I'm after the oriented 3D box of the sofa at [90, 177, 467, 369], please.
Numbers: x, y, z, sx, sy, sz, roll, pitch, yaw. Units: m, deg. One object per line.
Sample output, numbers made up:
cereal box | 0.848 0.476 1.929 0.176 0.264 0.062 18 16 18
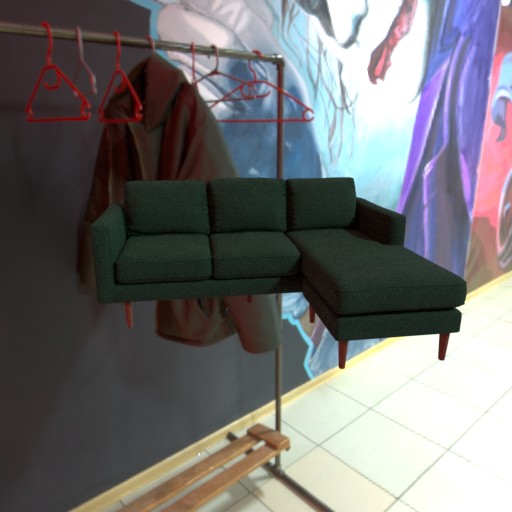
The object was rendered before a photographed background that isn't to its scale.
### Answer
sofa | 0.000 0.000 2.906 2.030 0.899 1.580 -2 16 -8
